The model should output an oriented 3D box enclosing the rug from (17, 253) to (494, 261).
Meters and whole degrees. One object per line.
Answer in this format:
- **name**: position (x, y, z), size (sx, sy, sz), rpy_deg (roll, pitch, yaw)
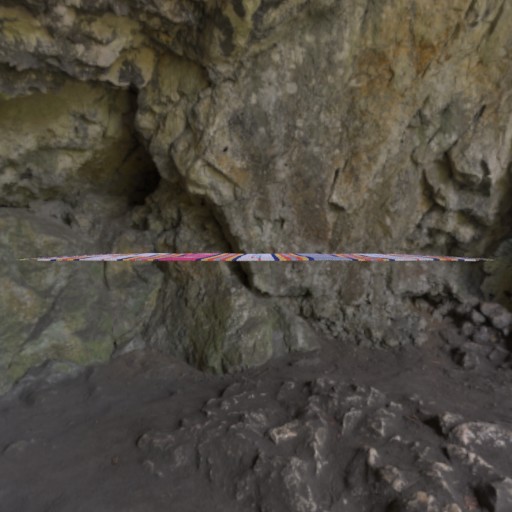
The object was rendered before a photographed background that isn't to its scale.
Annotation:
- **rug**: position (0.000, 0.000, 2.239), size (1.849, 0.013, 1.084), rpy_deg (0, 1, 1)
